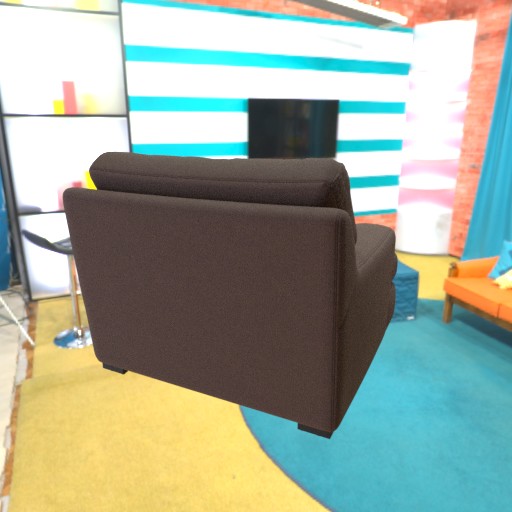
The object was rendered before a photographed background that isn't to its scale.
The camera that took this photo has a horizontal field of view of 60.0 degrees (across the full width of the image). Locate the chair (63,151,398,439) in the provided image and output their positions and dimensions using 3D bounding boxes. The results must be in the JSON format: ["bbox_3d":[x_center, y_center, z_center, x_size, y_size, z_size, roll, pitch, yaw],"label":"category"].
[{"bbox_3d":[0.000,0.000,2.013,1.168,0.940,1.143,8,18,25],"label":"chair"}]
